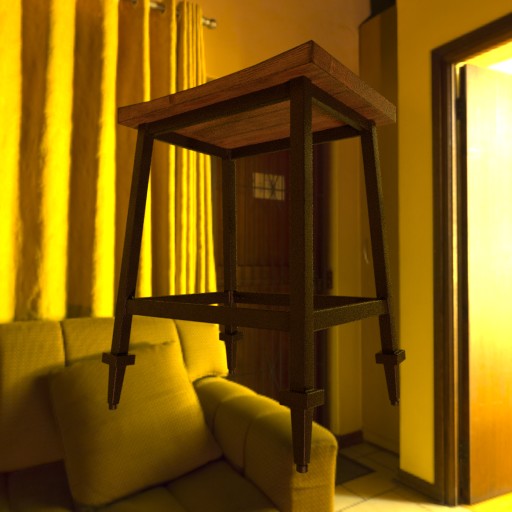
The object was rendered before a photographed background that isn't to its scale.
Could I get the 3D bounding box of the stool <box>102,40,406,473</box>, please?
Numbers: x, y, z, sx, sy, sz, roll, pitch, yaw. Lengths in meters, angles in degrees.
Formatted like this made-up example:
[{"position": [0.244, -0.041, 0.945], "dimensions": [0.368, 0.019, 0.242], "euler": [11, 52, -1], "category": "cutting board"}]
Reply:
[{"position": [0.000, 0.000, 0.923], "dimensions": [0.486, 0.625, 0.405], "euler": [-1, -1, 37], "category": "stool"}]
